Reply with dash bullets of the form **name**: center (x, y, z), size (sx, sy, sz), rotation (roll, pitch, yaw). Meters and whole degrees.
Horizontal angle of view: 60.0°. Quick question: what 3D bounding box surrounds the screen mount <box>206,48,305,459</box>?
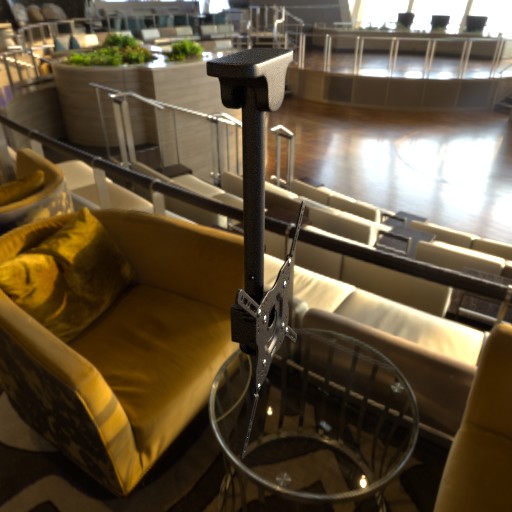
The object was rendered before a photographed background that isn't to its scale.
- **screen mount**: center (0.000, 0.000, 0.877), size (0.090, 0.729, 0.393), rotation (11, 33, 18)
